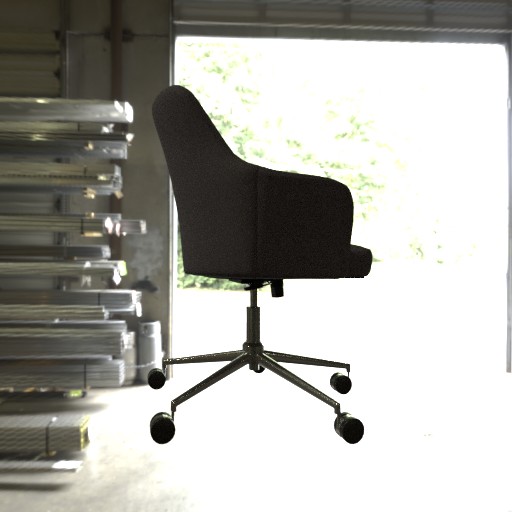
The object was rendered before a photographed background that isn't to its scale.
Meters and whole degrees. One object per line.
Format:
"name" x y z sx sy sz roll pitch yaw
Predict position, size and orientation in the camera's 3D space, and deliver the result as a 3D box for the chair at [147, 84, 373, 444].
"chair" 0.000 0.000 1.242 0.600 0.820 0.655 0 0 -17
